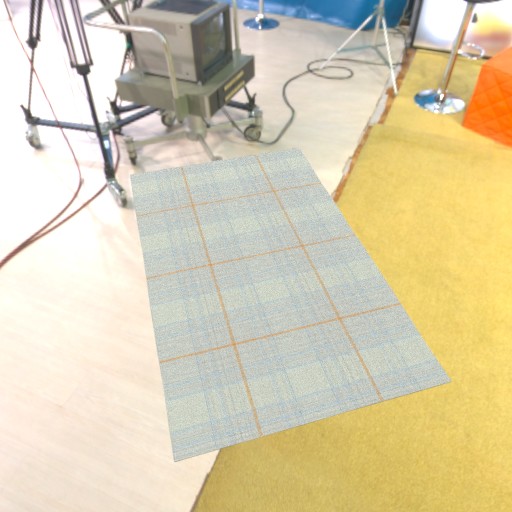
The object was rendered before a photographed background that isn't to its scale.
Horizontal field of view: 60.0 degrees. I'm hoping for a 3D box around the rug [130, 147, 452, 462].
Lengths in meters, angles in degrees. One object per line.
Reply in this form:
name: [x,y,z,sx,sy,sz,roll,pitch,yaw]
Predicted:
rug: [0.000,0.000,3.095,1.527,0.016,2.442,-12,47,-11]
